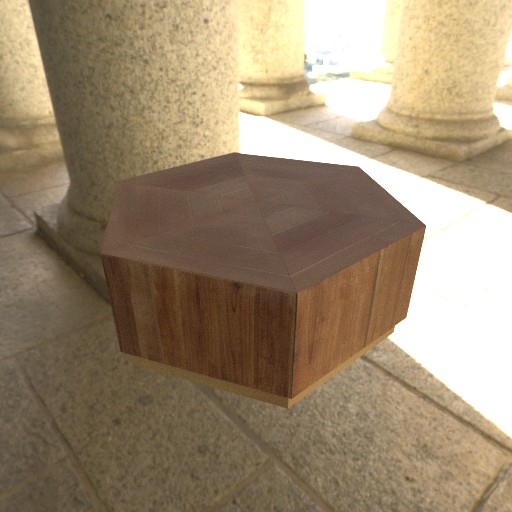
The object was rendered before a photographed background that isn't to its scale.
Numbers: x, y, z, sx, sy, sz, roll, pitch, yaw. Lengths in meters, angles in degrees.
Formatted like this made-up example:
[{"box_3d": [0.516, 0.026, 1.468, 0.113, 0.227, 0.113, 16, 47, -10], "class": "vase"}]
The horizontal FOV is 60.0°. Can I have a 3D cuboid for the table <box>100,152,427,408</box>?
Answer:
[{"box_3d": [0.000, 0.000, 1.691, 1.154, 0.456, 1.000, 10, 32, 17], "class": "table"}]
